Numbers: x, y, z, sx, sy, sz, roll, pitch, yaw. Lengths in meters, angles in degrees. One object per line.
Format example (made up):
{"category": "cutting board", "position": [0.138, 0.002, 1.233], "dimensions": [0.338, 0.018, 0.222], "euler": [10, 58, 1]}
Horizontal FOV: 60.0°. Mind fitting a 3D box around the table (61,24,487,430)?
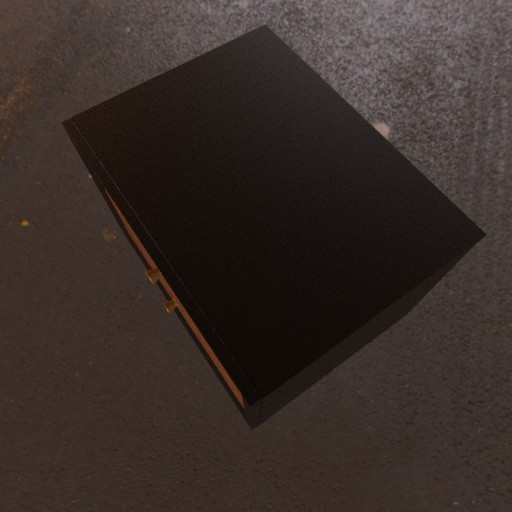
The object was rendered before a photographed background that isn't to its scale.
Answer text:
{"category": "table", "position": [0.000, 0.000, 0.965], "dimensions": [0.441, 0.584, 0.564], "euler": [-32, 69, -14]}
